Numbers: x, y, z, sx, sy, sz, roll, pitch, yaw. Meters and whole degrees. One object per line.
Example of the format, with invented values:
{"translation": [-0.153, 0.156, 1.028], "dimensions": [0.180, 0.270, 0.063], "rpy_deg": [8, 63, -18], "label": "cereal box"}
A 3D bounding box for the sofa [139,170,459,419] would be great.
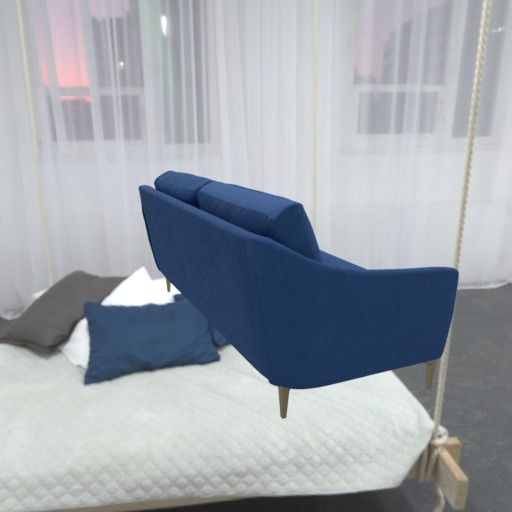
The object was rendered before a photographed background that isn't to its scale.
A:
{"translation": [0.000, 0.000, 2.588], "dimensions": [0.960, 0.903, 2.036], "rpy_deg": [-8, 18, -26], "label": "sofa"}
